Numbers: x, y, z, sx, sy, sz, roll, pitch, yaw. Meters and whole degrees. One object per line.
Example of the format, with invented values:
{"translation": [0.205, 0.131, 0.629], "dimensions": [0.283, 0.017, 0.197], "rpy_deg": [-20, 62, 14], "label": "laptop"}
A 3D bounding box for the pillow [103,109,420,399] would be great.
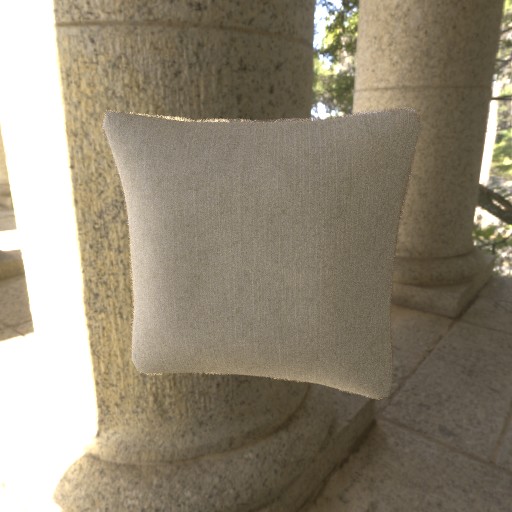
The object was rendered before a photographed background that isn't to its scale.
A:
{"translation": [0.000, 0.000, 0.827], "dimensions": [0.538, 0.525, 0.216], "rpy_deg": [3, 17, 8], "label": "pillow"}
